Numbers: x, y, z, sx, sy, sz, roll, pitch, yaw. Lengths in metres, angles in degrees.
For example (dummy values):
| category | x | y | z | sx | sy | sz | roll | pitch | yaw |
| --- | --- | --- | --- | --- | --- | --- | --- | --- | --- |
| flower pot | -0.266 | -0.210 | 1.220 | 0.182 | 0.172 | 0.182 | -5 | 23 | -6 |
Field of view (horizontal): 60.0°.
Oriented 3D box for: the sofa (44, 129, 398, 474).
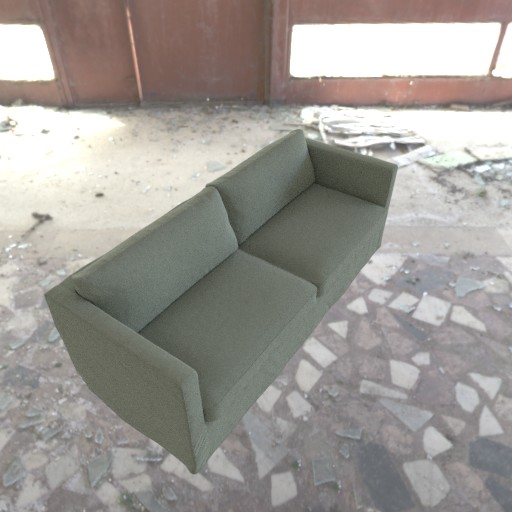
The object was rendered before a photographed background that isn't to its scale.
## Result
| category | x | y | z | sx | sy | sz | roll | pitch | yaw |
| --- | --- | --- | --- | --- | --- | --- | --- | --- | --- |
| sofa | 0.000 | 0.000 | 2.849 | 0.962 | 0.853 | 2.312 | 25 | 46 | 27 |
